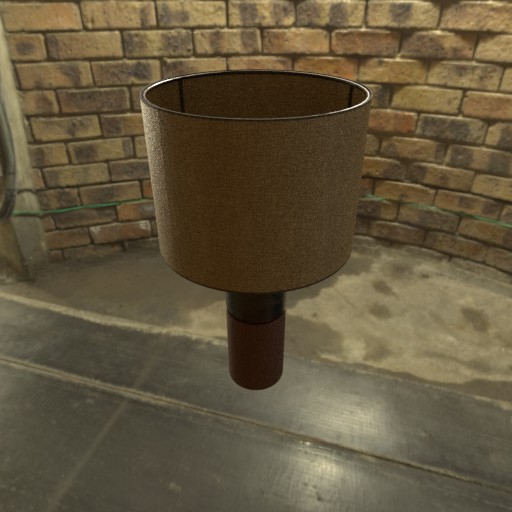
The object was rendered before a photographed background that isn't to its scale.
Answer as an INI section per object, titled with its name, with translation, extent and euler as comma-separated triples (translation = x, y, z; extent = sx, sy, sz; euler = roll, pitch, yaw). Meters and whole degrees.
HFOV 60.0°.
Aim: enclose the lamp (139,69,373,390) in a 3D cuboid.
[lamp]
translation = 0.000, 0.000, 0.486
extent = 0.202, 0.350, 0.202
euler = 0, 32, 0
